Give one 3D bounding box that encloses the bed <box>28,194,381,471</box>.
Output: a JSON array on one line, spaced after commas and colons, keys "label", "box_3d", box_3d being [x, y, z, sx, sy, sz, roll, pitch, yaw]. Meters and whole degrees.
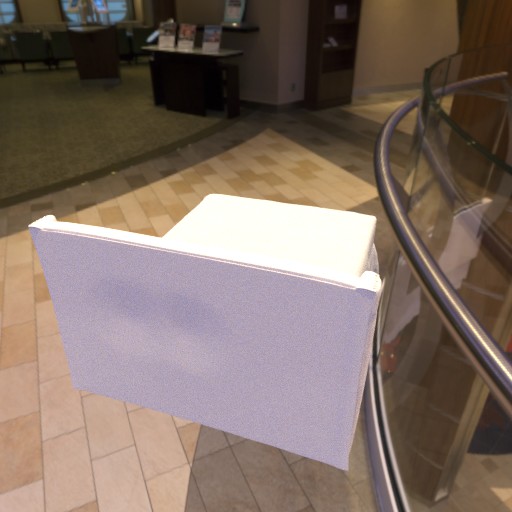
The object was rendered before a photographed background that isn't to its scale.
[{"label": "bed", "box_3d": [0.000, 0.000, 3.418, 1.925, 1.332, 2.276, 10, 32, 16]}]
